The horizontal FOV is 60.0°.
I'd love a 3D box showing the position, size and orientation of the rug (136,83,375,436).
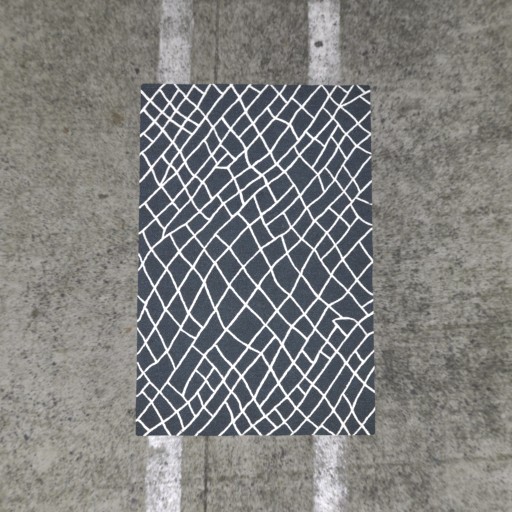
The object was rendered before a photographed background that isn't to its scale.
[{"bbox_3d":[0.000,0.000,2.304,1.223,0.013,1.830,0,87,-1],"label":"rug"}]
